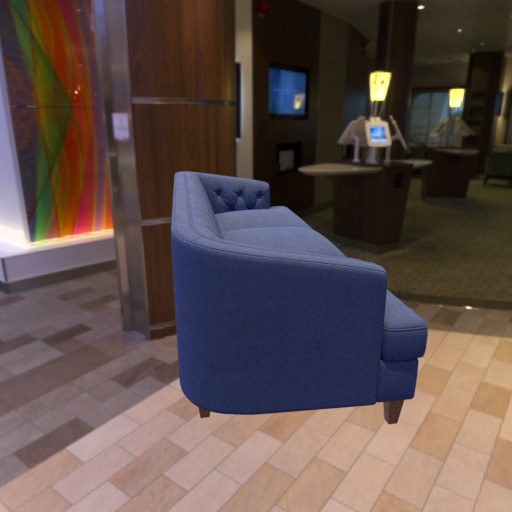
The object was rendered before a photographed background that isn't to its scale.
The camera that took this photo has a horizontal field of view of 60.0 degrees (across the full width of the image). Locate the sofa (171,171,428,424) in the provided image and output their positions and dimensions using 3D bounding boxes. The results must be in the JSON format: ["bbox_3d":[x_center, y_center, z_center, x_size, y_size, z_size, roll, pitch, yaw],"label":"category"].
[{"bbox_3d":[0.000,0.000,2.587,0.914,0.787,2.235,-3,18,-9],"label":"sofa"}]
